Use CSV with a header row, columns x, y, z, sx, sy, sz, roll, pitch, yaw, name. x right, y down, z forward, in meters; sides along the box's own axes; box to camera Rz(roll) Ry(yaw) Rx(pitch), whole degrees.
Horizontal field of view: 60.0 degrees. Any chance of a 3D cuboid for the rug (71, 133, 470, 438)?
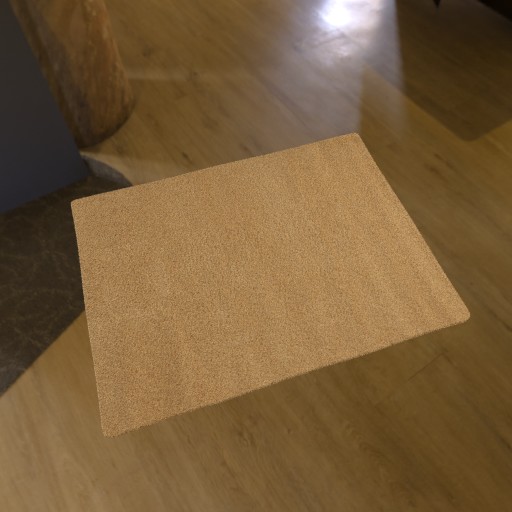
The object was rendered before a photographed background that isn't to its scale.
x,y,z,sx,sy,sz,roll,pitch,yaw,name
0.000,0.000,2.103,1.600,0.025,1.199,-16,60,-9,rug
